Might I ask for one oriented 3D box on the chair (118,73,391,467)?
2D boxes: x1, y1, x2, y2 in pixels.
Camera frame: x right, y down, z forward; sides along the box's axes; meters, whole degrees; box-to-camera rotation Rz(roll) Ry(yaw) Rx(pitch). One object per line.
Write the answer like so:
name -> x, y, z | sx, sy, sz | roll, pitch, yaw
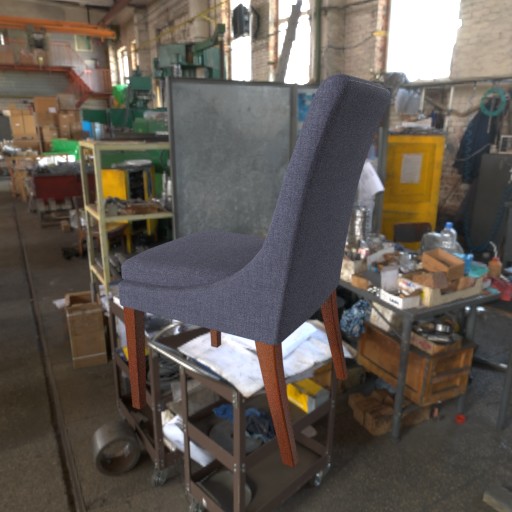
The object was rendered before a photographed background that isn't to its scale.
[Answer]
chair -> 0.000, 0.000, 1.328 | 0.655, 0.952, 0.508 | 8, 18, 26
